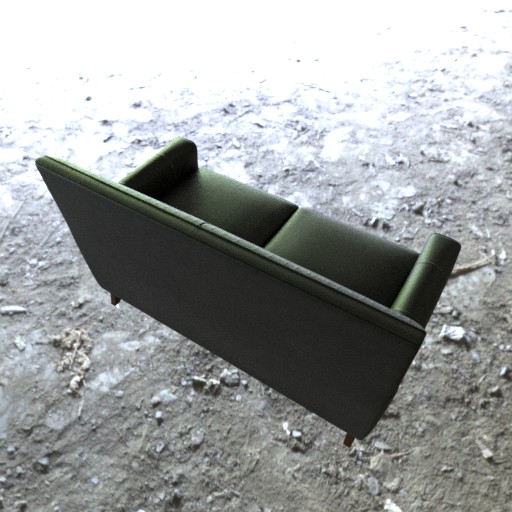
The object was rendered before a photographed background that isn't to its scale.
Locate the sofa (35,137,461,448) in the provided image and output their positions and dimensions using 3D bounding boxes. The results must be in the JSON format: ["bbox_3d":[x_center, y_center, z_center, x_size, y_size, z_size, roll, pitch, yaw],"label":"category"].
[{"bbox_3d":[0.000,0.000,1.907,1.473,0.871,0.787,25,51,22],"label":"sofa"}]
